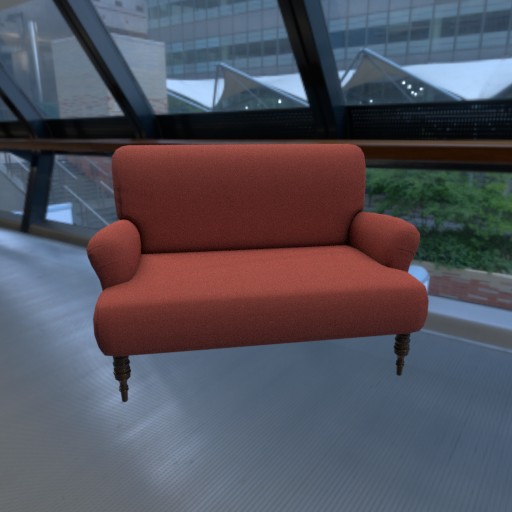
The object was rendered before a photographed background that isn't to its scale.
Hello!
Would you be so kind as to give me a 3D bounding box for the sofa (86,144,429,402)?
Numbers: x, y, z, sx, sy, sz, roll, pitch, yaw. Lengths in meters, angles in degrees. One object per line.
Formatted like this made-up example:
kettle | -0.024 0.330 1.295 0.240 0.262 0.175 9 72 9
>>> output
sofa | 0.000 0.000 1.879 1.297 0.889 0.779 -3 17 -9
